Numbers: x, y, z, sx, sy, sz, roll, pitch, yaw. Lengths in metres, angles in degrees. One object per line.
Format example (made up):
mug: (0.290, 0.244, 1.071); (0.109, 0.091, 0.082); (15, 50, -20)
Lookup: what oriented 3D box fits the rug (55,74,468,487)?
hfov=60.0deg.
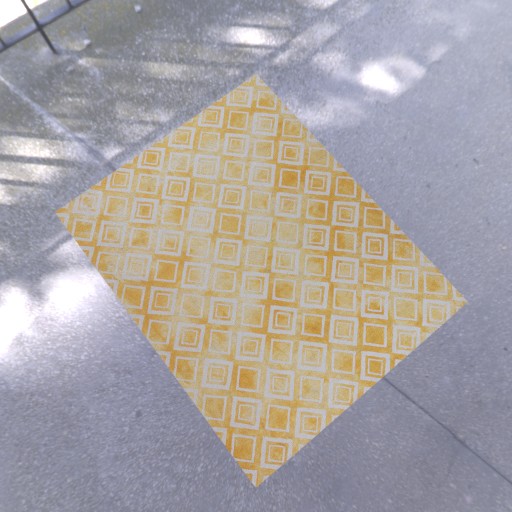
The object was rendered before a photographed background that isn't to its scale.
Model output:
rug: (0.000, 0.000, 4.077); (2.433, 0.011, 3.037); (-38, 78, -9)
